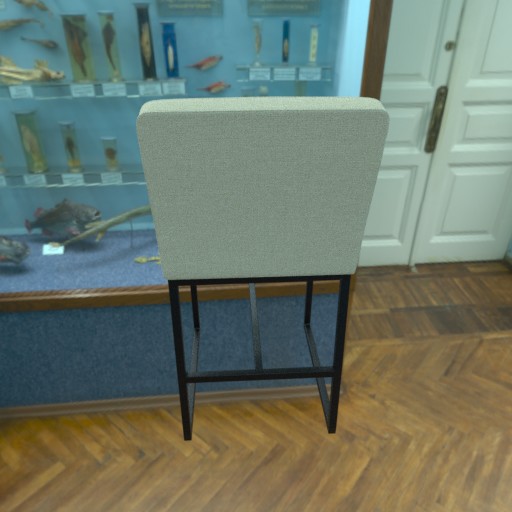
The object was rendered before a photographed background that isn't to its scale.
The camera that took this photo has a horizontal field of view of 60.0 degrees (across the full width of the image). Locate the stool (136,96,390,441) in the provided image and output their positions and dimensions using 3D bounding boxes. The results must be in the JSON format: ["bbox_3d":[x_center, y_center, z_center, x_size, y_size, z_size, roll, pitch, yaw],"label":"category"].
[{"bbox_3d":[0.000,0.000,1.238,0.460,0.940,0.560,-2,30,-3],"label":"stool"}]
